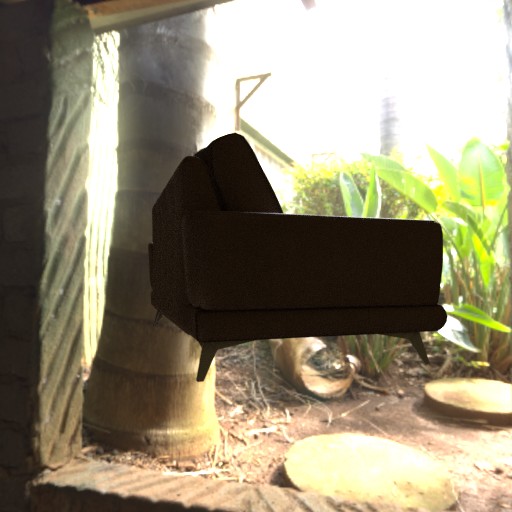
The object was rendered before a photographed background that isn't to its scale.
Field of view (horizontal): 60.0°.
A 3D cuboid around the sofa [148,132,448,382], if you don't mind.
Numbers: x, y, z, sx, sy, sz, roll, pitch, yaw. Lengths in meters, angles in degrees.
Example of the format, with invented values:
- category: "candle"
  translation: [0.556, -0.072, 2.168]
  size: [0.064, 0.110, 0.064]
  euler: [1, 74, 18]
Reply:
- category: "sofa"
  translation: [0.000, 0.000, 2.404]
  size: [1.018, 0.907, 1.806]
  euler: [1, -2, -18]
